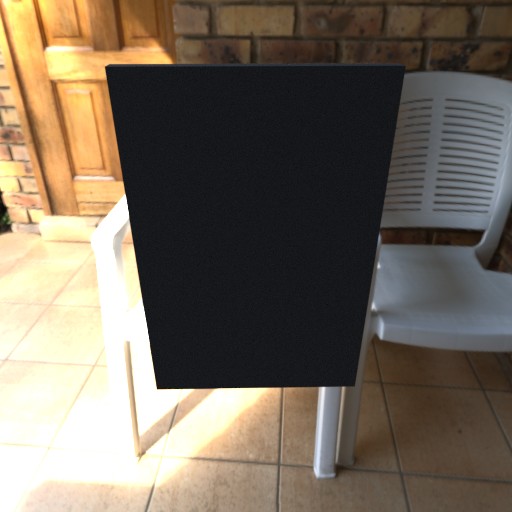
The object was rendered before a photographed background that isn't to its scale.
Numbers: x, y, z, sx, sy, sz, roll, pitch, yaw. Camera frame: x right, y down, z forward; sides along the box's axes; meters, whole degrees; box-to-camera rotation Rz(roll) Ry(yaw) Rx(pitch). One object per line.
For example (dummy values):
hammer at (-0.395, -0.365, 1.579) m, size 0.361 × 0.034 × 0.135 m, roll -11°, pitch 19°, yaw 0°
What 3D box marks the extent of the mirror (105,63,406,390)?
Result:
mirror at (0.000, 0.000, 1.142) m, size 0.606 × 0.912 × 0.044 m, roll -1°, pitch 31°, yaw -1°
